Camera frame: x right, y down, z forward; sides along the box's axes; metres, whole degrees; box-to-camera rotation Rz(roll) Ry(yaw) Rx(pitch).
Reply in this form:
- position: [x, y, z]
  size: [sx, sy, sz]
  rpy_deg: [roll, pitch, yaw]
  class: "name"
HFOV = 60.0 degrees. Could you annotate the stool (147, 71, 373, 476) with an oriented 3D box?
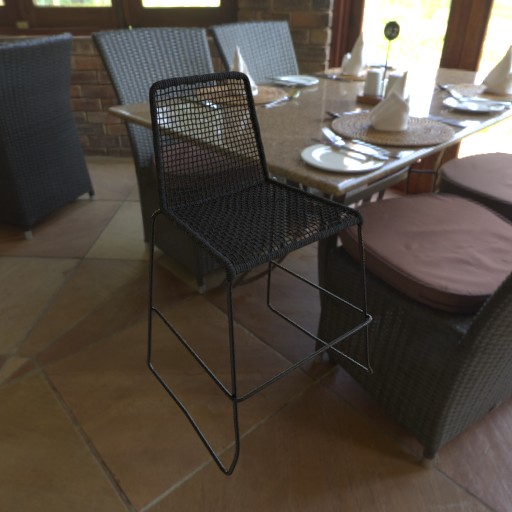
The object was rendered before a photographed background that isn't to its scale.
- position: [0.000, 0.000, 1.248]
  size: [0.590, 0.905, 0.509]
  rpy_deg: [-22, 37, -33]
  class: "stool"
